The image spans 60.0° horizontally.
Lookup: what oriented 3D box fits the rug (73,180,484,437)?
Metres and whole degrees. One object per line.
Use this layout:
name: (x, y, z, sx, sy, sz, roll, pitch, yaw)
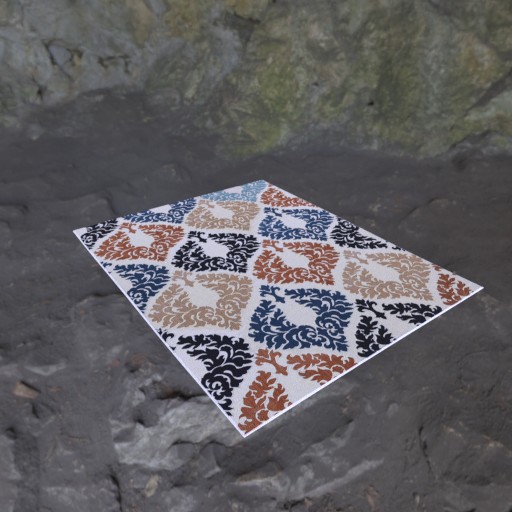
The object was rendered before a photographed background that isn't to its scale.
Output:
rug: (0.000, 0.000, 4.083, 2.423, 0.014, 3.040, -21, 36, -31)
